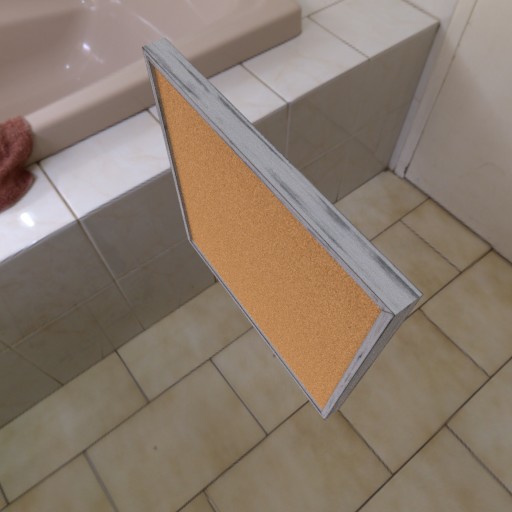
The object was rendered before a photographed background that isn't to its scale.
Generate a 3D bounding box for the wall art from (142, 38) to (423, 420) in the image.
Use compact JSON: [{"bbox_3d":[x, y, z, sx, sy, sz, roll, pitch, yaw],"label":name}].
[{"bbox_3d":[0.000,0.000,0.746,0.038,0.506,0.506,-31,64,-17],"label":"wall art"}]
